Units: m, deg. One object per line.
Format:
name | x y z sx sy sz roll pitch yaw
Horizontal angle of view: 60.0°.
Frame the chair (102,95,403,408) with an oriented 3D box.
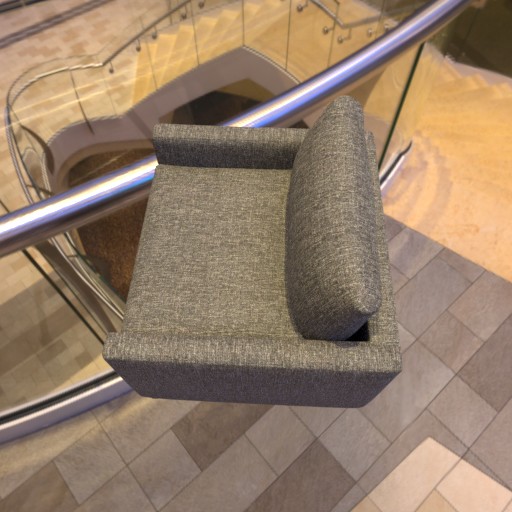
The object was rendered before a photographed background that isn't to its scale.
chair | 0.000 0.000 1.630 0.866 0.861 0.963 2 59 1
